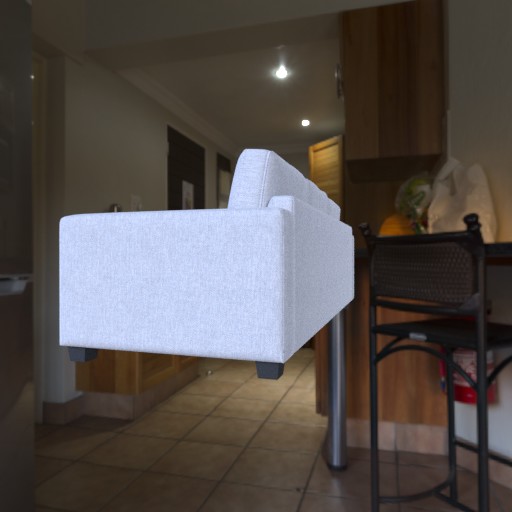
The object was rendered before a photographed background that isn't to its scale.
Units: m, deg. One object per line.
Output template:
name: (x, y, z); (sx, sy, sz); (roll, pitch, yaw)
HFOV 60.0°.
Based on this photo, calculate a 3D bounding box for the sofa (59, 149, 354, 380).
sofa: (0.000, 0.000, 2.539); (0.900, 0.800, 2.120); (0, 0, 18)
